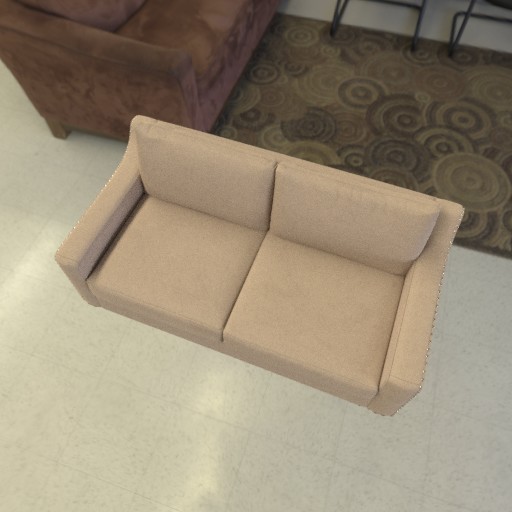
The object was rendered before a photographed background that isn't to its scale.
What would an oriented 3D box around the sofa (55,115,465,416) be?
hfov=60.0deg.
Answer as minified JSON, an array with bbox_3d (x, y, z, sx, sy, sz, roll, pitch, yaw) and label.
[{"bbox_3d":[0.000,0.000,2.513,1.967,0.901,1.030,18,60,11],"label":"sofa"}]
